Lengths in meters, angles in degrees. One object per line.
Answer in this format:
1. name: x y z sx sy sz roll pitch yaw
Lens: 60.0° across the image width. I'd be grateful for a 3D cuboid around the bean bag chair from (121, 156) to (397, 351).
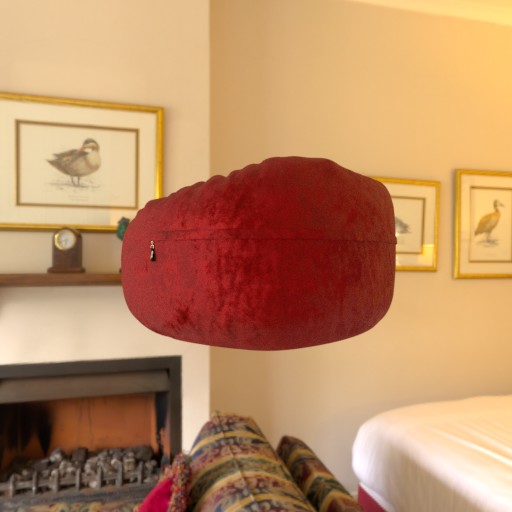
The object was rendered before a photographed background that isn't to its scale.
1. bean bag chair: 0.000 0.000 2.534 1.524 0.878 1.524 0 0 37
